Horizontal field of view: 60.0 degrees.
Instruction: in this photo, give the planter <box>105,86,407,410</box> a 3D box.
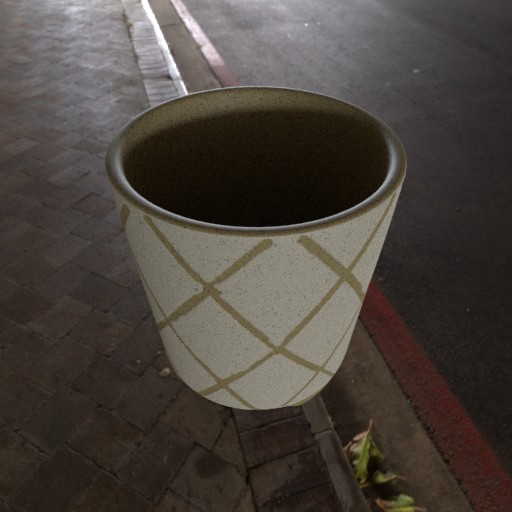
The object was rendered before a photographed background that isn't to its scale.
[{"bbox_3d":[0.000,0.000,0.354,0.191,0.199,0.191,0,42,0],"label":"planter"}]
